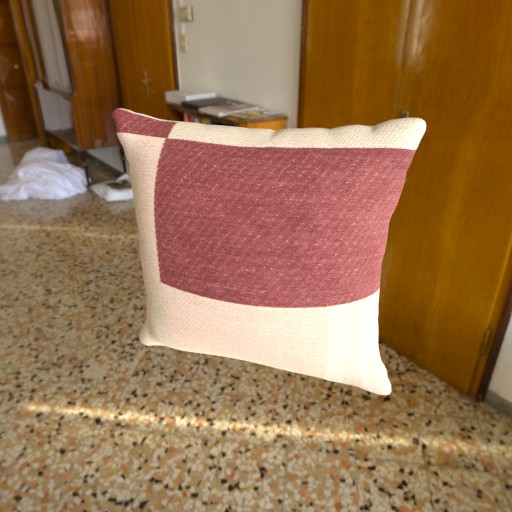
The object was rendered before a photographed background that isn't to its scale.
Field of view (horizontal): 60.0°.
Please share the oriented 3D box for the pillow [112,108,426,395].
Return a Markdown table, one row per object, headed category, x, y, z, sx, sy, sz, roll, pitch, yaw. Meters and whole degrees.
| category | x | y | z | sx | sy | sz | roll | pitch | yaw |
| --- | --- | --- | --- | --- | --- | --- | --- | --- | --- |
| pillow | 0.000 | 0.000 | 0.799 | 0.536 | 0.506 | 0.229 | 8 | 28 | 16 |
